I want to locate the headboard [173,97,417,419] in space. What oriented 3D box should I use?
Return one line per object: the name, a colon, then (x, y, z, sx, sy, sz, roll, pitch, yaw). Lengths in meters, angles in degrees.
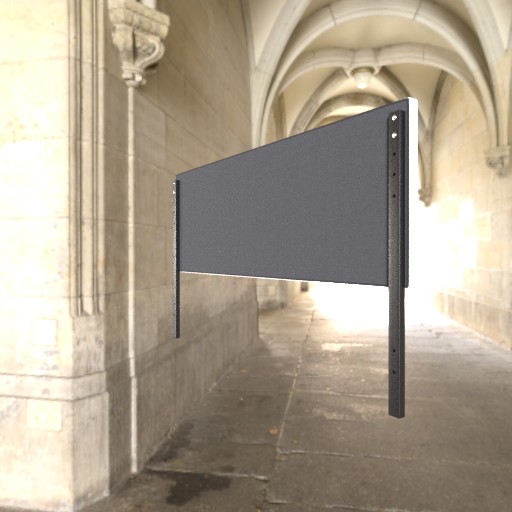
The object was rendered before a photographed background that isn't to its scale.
headboard: (0.000, 0.000, 2.900, 0.120, 1.410, 2.362, 0, 0, -36)
